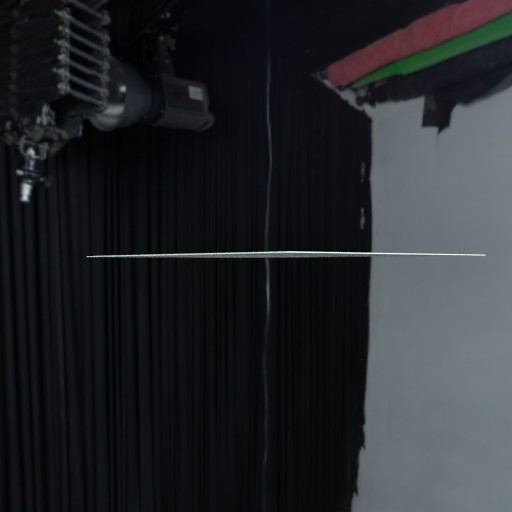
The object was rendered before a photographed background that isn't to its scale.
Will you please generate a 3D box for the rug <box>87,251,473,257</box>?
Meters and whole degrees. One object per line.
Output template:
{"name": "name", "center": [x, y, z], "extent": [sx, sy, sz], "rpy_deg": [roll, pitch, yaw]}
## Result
{"name": "rug", "center": [0.000, 0.000, 2.999], "extent": [1.566, 0.004, 2.363], "rpy_deg": [0, -1, -37]}
